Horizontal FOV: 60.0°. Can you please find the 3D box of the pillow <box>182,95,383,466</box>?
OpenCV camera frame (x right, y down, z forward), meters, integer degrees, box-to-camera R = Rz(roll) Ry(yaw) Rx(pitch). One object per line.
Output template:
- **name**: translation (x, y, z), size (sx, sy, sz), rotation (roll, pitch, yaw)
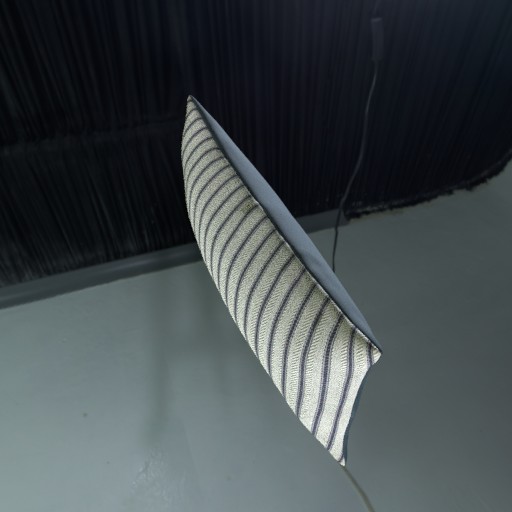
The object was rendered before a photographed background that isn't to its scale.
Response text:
- **pillow**: translation (0.000, 0.000, 0.723), size (0.151, 0.305, 0.609), rotation (-17, 48, -16)
